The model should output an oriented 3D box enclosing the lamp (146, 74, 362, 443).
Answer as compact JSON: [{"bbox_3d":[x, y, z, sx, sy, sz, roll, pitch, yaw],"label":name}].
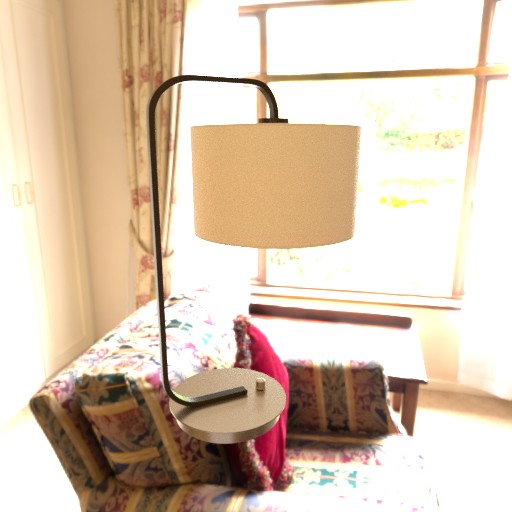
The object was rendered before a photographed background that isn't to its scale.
[{"bbox_3d":[0.000,0.000,0.635,0.288,0.473,0.230,-7,16,-25],"label":"lamp"}]
